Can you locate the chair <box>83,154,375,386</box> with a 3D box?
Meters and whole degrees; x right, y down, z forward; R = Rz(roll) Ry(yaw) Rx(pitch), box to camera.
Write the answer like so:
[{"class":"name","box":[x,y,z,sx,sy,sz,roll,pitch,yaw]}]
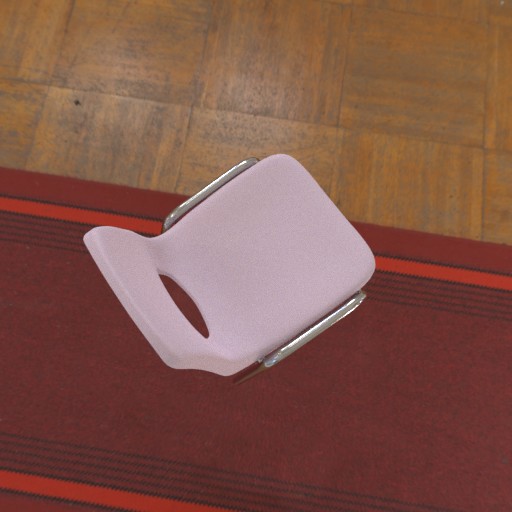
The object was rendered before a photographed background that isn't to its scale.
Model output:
[{"class":"chair","box":[0.000,0.000,0.783,0.385,0.536,0.354,-36,79,-8]}]
